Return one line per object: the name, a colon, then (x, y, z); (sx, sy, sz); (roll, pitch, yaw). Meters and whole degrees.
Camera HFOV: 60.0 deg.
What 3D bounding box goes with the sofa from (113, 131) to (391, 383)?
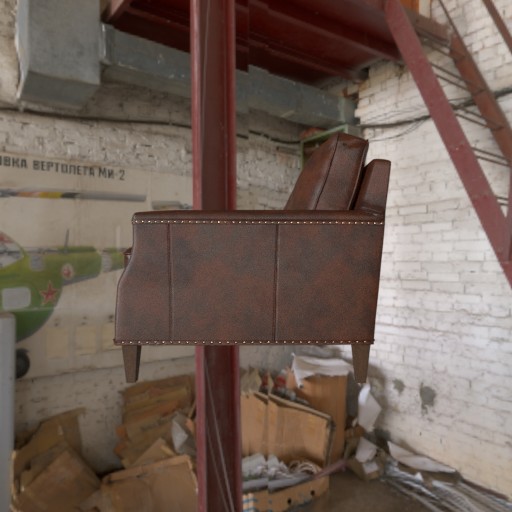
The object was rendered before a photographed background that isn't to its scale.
sofa: (0.000, 0.000, 2.776); (1.084, 1.003, 2.240); (0, -1, 0)
